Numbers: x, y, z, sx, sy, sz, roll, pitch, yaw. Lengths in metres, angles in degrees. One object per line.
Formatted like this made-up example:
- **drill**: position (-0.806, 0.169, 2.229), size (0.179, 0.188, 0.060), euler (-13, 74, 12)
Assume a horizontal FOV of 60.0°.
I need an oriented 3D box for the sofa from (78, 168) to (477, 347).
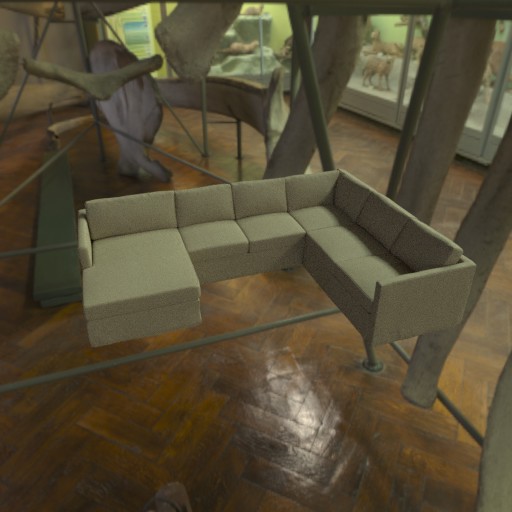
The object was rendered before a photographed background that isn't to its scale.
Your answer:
- **sofa**: position (0.000, 0.000, 4.685), size (3.528, 0.878, 2.476), euler (-10, 32, -16)
